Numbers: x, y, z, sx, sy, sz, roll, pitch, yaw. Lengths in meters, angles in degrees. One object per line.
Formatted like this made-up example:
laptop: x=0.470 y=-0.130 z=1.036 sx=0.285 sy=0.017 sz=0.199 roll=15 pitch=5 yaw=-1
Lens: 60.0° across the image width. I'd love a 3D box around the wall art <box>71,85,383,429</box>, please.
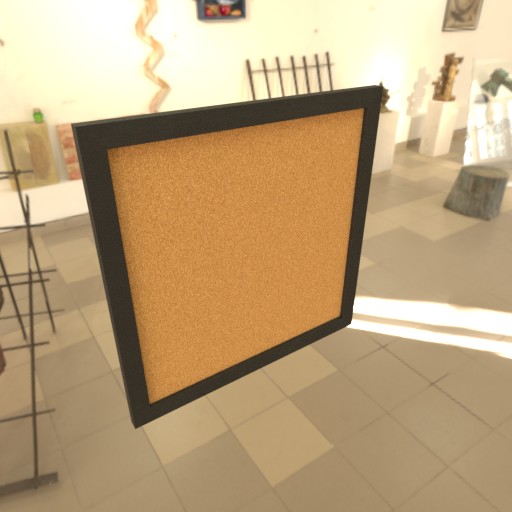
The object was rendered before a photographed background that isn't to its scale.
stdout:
wall art: x=0.000 y=0.000 z=1.517 sx=1.016 sy=1.016 sz=0.038 roll=-18 pitch=34 yaw=-29
